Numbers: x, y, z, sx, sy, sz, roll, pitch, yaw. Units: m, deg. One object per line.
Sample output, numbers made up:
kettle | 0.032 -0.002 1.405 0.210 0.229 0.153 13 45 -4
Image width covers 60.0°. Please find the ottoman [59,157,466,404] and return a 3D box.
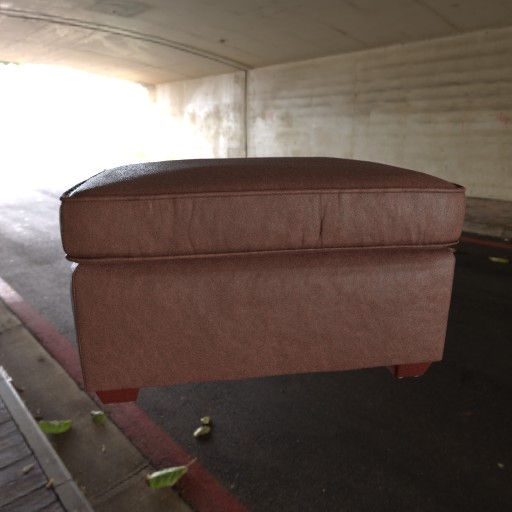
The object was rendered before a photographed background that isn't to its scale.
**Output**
ottoman | 0.000 0.000 1.049 0.749 0.449 0.548 -3 16 -9
